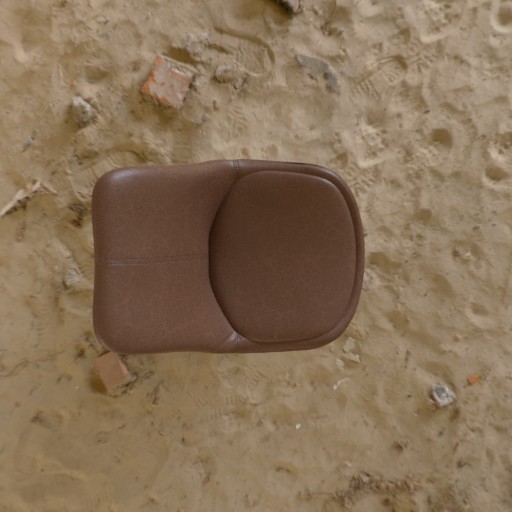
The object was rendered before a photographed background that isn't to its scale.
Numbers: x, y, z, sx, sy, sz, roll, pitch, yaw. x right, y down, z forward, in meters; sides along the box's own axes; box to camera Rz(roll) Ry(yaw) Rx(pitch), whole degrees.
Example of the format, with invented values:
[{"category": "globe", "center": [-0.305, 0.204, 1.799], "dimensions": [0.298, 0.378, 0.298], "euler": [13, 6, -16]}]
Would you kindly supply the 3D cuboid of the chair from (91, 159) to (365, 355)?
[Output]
[{"category": "chair", "center": [0.000, 0.000, 1.159], "dimensions": [0.550, 0.850, 0.475], "euler": [0, 91, 1]}]
